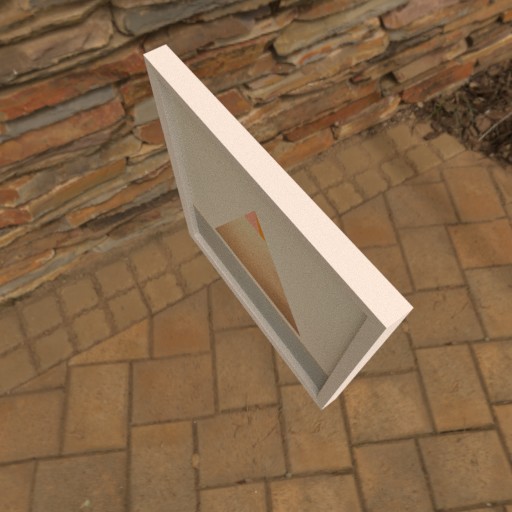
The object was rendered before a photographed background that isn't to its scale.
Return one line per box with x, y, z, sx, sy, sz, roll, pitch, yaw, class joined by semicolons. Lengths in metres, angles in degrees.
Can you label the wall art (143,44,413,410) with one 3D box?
0.000;0.000;1.966;0.098;1.291;1.289;-32;67;-16;wall art
